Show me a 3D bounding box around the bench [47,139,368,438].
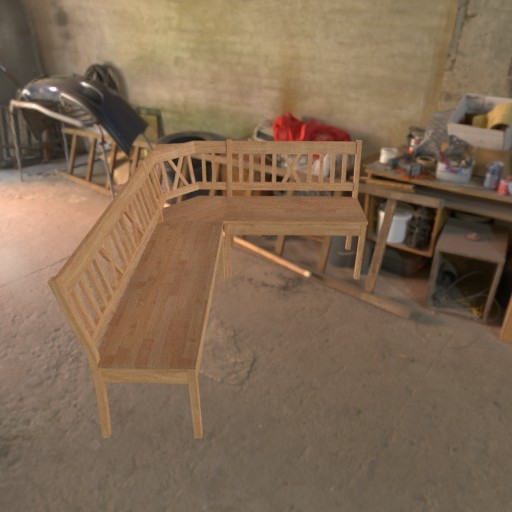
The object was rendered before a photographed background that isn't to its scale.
[{"bbox_3d":[0.000,0.000,2.719,1.537,0.902,1.937,1,30,1],"label":"bench"}]
